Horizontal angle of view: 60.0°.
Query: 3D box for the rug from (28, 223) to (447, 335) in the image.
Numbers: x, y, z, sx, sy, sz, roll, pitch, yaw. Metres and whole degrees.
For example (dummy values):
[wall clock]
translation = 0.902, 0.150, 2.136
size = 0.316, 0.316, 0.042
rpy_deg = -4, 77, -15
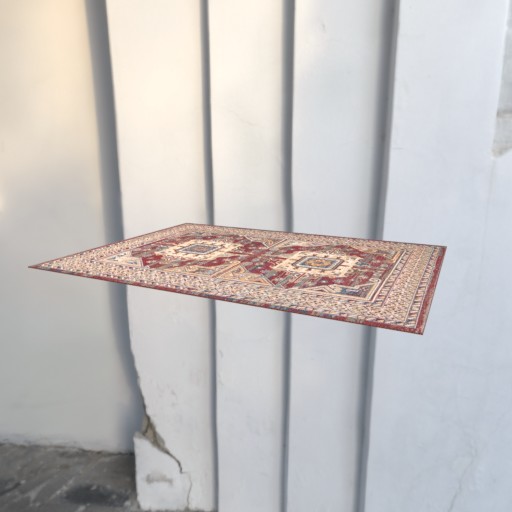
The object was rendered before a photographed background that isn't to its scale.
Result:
[rug]
translation = 0.000, 0.000, 4.169
size = 3.197, 0.013, 2.381
rpy_deg = 7, 16, 25
